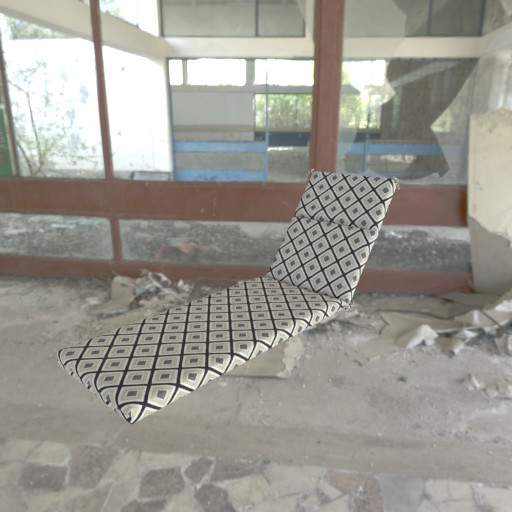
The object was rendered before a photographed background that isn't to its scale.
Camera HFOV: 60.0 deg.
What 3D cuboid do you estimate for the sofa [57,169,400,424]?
[{"bbox_3d":[0.000,0.000,1.999,0.582,0.622,1.663,15,23,41],"label":"sofa"}]
